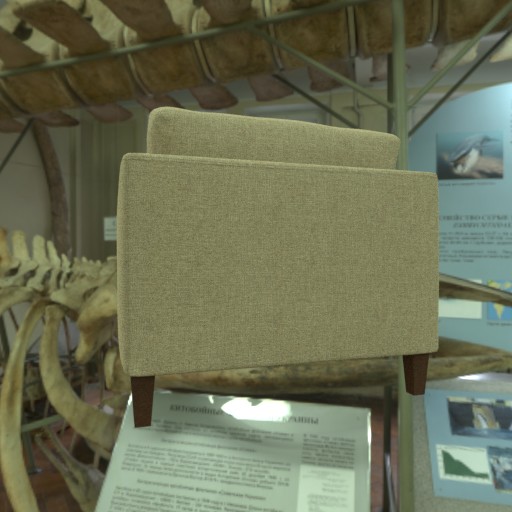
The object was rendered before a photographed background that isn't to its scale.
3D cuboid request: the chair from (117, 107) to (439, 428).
[{"bbox_3d":[0.000,0.000,1.848,1.107,0.987,0.959,0,0,-18],"label":"chair"}]
